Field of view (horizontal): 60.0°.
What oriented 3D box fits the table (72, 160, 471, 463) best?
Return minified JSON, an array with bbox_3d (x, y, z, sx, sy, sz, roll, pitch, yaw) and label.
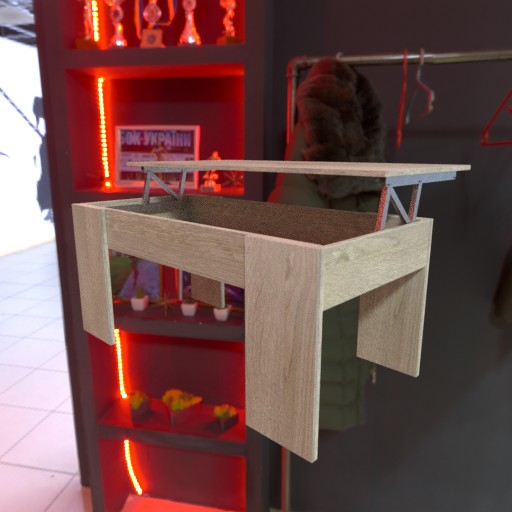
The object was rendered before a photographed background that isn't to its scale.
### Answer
[{"bbox_3d":[0.000,0.000,1.403,1.000,0.570,0.711,12,18,42],"label":"table"}]
